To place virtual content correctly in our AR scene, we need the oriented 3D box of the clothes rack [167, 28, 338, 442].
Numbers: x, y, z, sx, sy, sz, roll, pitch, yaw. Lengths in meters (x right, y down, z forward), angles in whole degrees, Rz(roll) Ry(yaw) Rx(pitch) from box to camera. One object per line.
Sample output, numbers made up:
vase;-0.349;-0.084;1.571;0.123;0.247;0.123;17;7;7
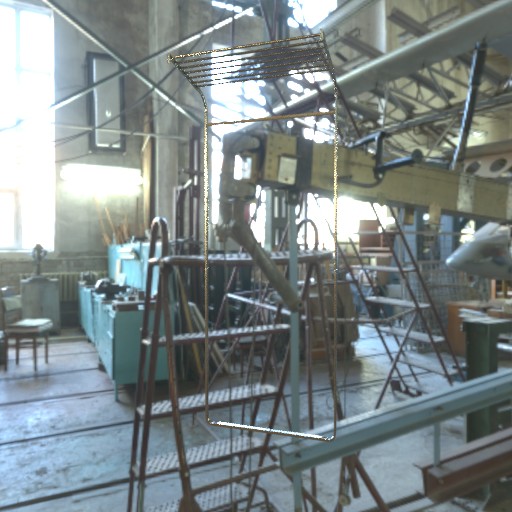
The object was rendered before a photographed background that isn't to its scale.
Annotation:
clothes rack;0.000;0.000;1.798;0.609;1.574;0.349;0;1;19
